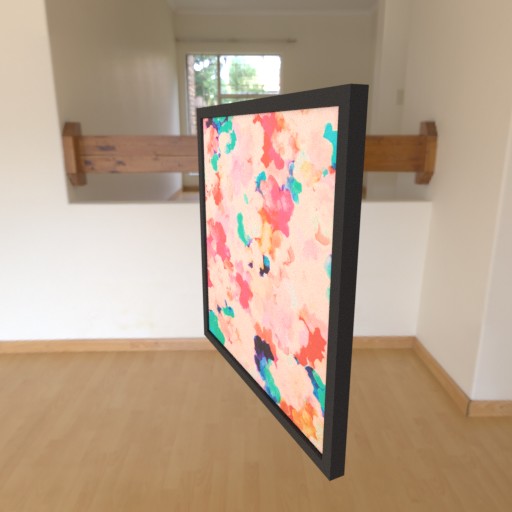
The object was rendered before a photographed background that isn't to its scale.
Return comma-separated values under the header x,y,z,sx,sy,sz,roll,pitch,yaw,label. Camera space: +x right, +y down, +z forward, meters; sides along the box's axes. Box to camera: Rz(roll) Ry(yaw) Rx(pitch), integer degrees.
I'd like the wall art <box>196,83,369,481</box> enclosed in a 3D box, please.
x,y,z,sx,sy,sz,roll,pitch,yaw,label
0.000,0.000,0.458,0.015,0.304,0.306,-7,17,-25,wall art
